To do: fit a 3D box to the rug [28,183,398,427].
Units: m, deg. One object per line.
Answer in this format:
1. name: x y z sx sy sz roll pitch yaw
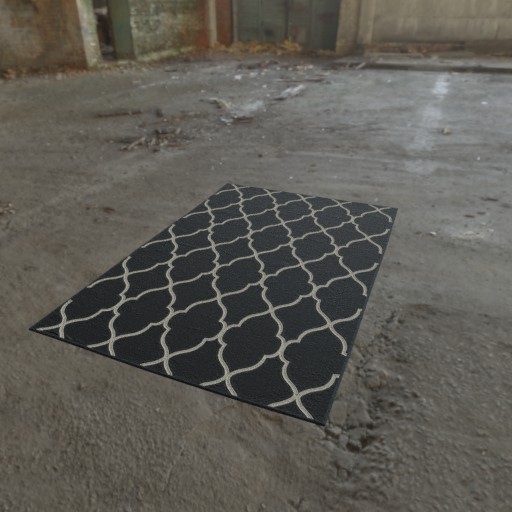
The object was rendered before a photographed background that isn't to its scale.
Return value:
1. rug: 0.000 0.000 2.866 1.526 0.014 2.290 11 31 19
